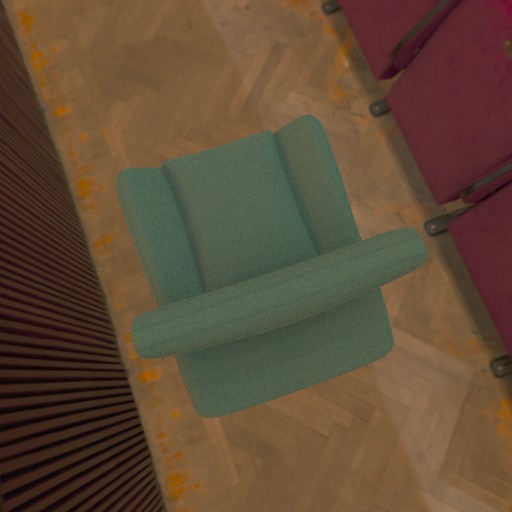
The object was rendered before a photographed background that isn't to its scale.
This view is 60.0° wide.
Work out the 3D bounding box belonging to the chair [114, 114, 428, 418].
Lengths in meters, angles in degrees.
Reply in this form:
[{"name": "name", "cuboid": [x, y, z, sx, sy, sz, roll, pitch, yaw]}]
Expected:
[{"name": "chair", "cuboid": [0.000, 0.000, 1.643, 0.859, 0.855, 1.008, -18, 75, -5]}]
